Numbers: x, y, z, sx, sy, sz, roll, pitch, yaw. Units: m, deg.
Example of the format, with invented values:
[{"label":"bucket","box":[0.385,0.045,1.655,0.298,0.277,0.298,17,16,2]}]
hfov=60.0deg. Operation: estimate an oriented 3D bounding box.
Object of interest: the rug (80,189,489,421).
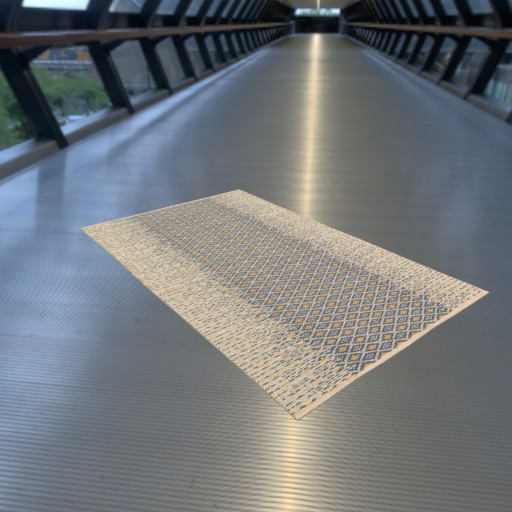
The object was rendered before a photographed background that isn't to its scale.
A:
[{"label":"rug","box":[0.000,0.000,3.017,1.541,0.008,2.448,-20,33,-34]}]
